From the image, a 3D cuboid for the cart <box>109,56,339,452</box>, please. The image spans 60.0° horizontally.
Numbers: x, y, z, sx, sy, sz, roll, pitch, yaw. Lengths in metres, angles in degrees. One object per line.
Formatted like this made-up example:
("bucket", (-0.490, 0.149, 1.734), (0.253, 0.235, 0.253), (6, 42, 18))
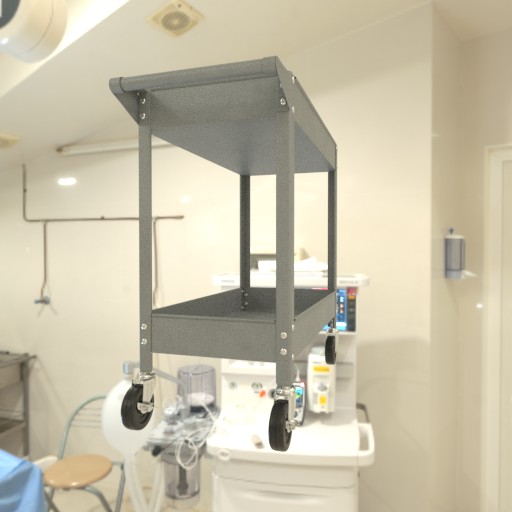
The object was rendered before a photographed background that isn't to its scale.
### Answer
("cart", (0.000, 0.000, 1.172), (0.366, 0.719, 0.779), (0, 1, 18))
